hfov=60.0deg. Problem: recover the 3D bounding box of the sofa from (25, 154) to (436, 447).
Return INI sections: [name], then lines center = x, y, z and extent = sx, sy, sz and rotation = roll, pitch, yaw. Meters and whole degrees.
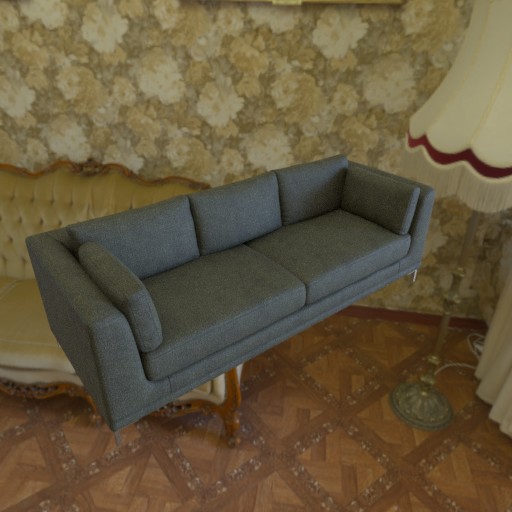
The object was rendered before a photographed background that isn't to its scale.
[sofa]
center = 0.000, 0.000, 2.854
extent = 2.415, 0.867, 0.969
rotation = -21, 36, -32
